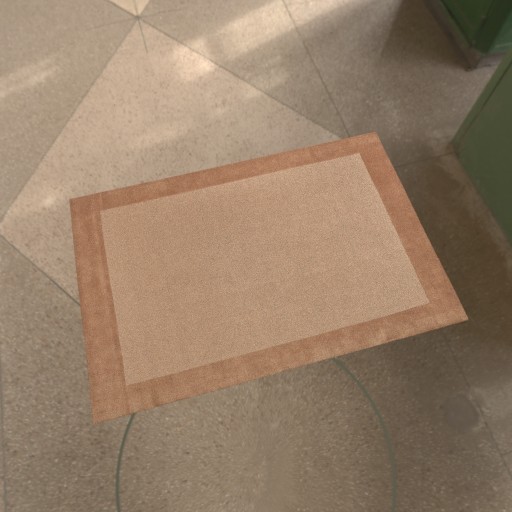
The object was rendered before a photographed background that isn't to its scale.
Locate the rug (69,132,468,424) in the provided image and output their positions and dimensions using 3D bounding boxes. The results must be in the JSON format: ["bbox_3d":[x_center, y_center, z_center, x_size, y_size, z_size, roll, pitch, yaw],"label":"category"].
[{"bbox_3d":[0.000,0.000,2.320,1.829,0.014,1.219,-14,65,-6],"label":"rug"}]
